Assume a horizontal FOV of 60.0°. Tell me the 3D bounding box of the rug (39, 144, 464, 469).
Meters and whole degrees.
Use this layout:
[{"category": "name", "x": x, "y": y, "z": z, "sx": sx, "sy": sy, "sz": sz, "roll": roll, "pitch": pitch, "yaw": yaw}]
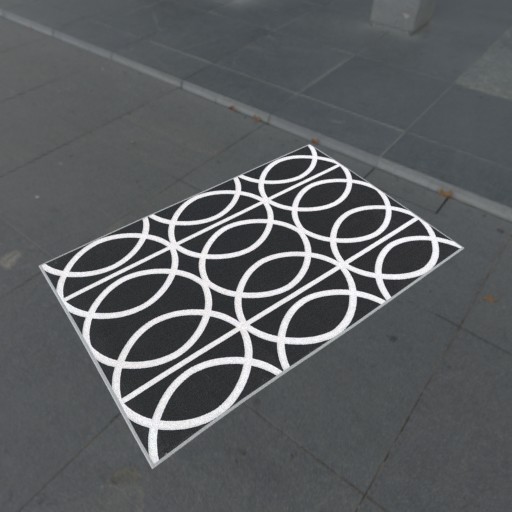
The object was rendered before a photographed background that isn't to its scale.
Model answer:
[{"category": "rug", "x": 0.000, "y": 0.000, "z": 2.848, "sx": 2.290, "sy": 0.014, "sz": 1.526, "roll": -29, "pitch": 53, "yaw": -24}]
